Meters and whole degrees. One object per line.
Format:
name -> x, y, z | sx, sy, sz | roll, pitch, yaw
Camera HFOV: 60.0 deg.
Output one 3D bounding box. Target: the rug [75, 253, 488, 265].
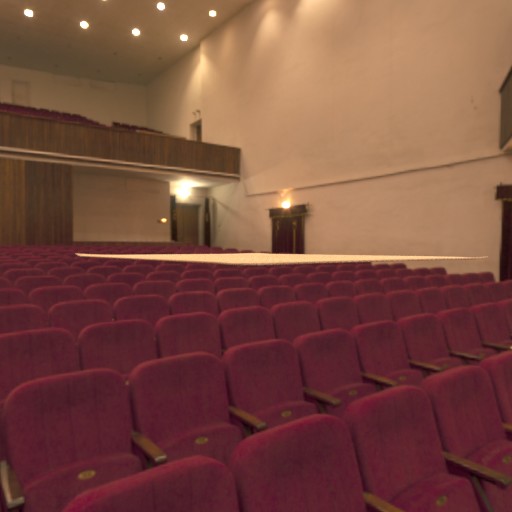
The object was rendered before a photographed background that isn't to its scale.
rug -> 0.000, 0.000, 3.862 | 2.277, 0.035, 2.897 | -1, 1, -36
